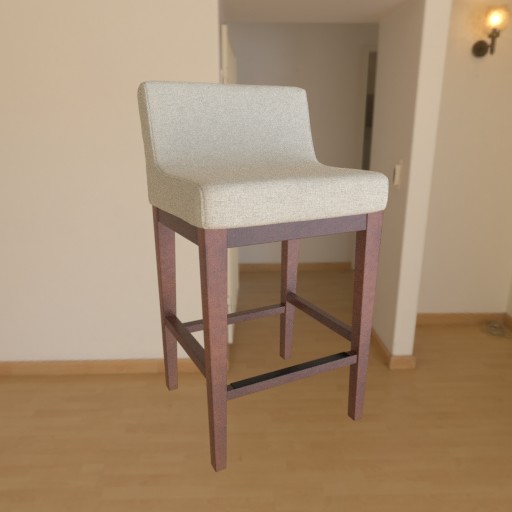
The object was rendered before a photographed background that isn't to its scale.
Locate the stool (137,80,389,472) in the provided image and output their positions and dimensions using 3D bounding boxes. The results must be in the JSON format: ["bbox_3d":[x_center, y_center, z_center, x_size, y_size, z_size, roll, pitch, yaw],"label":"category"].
[{"bbox_3d":[0.000,0.000,1.247,0.511,0.937,0.500,-8,18,-26],"label":"stool"}]
